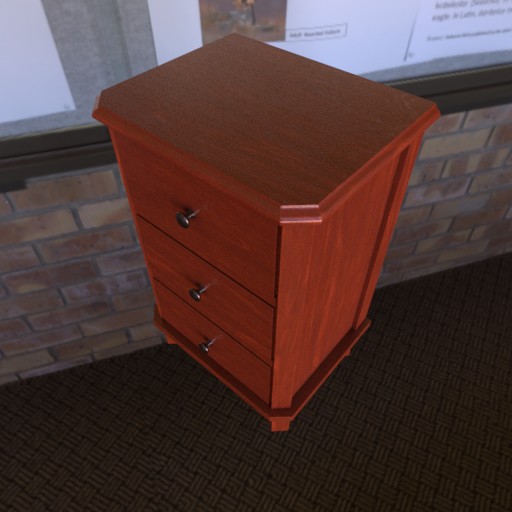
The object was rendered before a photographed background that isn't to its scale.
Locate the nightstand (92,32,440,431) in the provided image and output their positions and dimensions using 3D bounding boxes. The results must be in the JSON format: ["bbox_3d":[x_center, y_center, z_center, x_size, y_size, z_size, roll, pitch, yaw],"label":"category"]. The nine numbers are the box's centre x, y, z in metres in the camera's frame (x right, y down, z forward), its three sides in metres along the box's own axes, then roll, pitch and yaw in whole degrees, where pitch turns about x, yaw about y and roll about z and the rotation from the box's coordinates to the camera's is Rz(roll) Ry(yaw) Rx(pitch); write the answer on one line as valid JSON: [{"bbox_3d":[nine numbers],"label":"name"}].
[{"bbox_3d":[0.000,0.000,0.915,0.435,0.681,0.351,32,55,26],"label":"nightstand"}]
